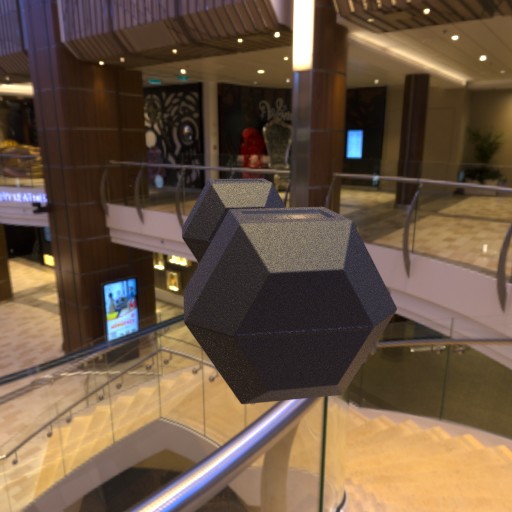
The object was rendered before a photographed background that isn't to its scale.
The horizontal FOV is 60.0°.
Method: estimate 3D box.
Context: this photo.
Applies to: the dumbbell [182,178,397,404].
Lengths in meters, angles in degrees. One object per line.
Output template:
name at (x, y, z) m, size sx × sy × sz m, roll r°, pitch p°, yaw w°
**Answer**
dumbbell at (0.000, 0.000, 0.431) m, size 0.141 × 0.123 × 0.356 m, roll -2°, pitch 15°, yaw -9°
